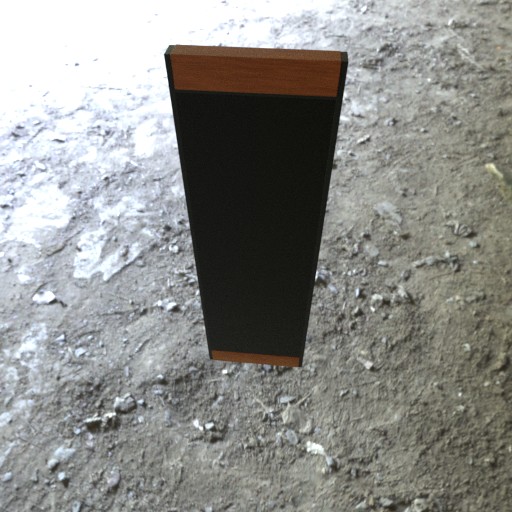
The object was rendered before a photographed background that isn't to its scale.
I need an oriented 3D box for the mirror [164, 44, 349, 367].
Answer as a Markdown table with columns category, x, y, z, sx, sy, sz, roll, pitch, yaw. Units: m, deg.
| category | x | y | z | sx | sy | sz | roll | pitch | yaw |
| --- | --- | --- | --- | --- | --- | --- | --- | --- | --- |
| mirror | 0.000 | 0.000 | 1.244 | 0.343 | 1.123 | 0.047 | 4 | 47 | 4 |
